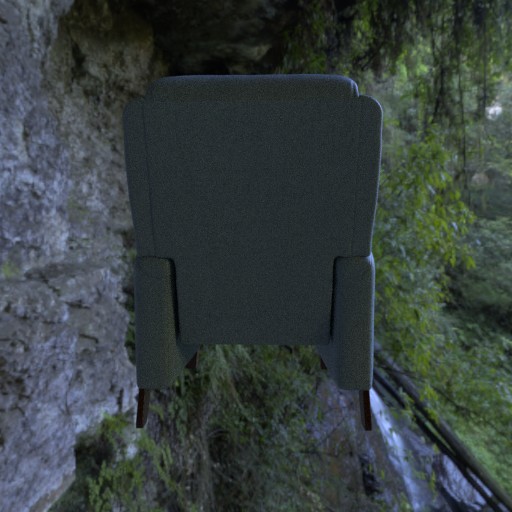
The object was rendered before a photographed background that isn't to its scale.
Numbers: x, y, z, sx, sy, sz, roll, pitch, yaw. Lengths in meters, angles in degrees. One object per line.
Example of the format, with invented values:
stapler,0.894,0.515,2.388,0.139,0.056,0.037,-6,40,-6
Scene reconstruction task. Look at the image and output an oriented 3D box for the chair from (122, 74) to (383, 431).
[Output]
chair,0.000,0.000,1.693,0.785,1.067,0.988,0,0,2
